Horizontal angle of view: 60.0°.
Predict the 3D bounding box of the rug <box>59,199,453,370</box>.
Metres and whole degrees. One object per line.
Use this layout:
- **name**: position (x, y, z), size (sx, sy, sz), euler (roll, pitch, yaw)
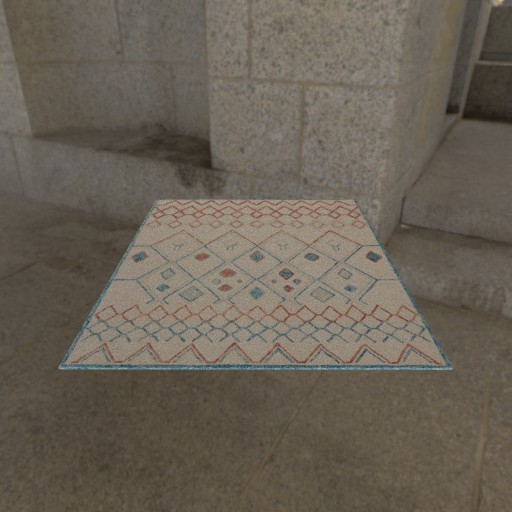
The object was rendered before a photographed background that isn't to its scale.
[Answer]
- **rug**: position (0.000, 0.000, 4.090), size (2.441, 0.016, 3.050), euler (0, 27, 0)
